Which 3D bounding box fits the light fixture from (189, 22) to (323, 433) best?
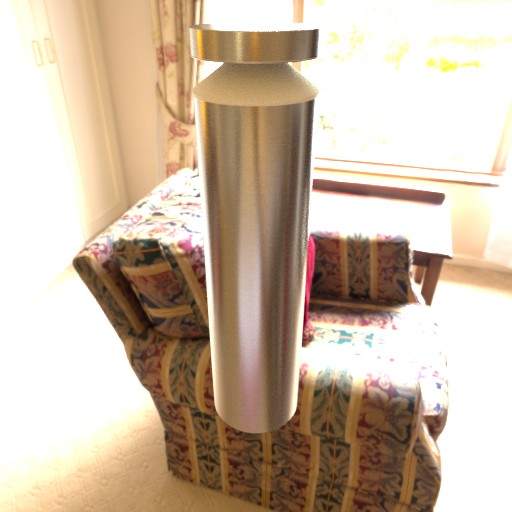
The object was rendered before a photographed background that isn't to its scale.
[{"bbox_3d":[0.000,0.000,0.434,0.102,0.400,0.102,-11,33,-18],"label":"light fixture"}]
